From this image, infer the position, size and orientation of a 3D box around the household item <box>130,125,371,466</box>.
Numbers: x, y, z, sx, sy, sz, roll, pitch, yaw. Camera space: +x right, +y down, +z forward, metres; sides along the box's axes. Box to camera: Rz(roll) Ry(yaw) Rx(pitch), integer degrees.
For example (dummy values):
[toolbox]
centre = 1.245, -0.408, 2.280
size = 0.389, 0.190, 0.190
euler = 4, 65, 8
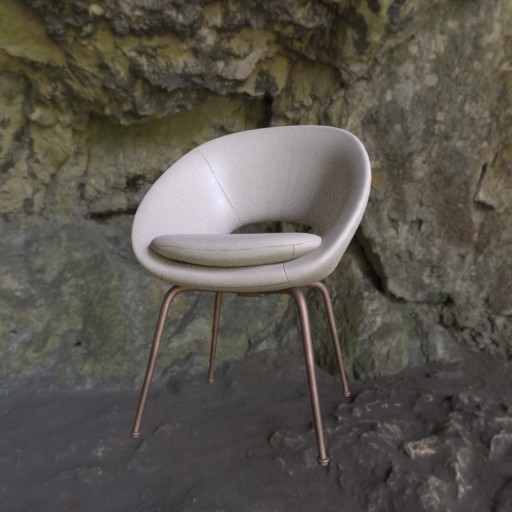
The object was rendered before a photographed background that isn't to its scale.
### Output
[household item]
centre = 0.000, 0.000, 1.237
size = 0.623, 0.852, 0.573
euler = 0, 1, 18
